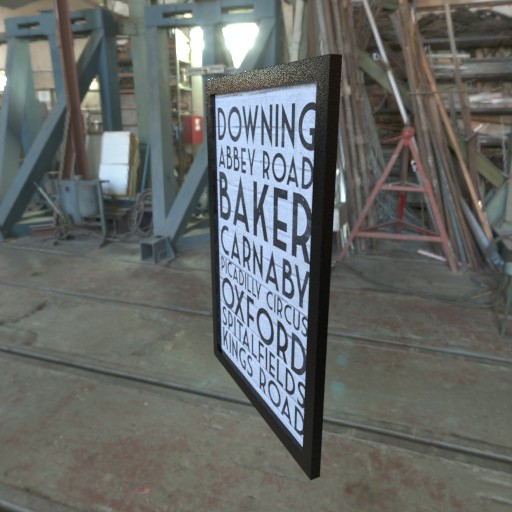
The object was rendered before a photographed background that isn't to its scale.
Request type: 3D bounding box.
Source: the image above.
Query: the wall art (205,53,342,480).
[{"bbox_3d":[0.000,0.000,0.847,0.019,0.656,0.462,-8,19,-24],"label":"wall art"}]
